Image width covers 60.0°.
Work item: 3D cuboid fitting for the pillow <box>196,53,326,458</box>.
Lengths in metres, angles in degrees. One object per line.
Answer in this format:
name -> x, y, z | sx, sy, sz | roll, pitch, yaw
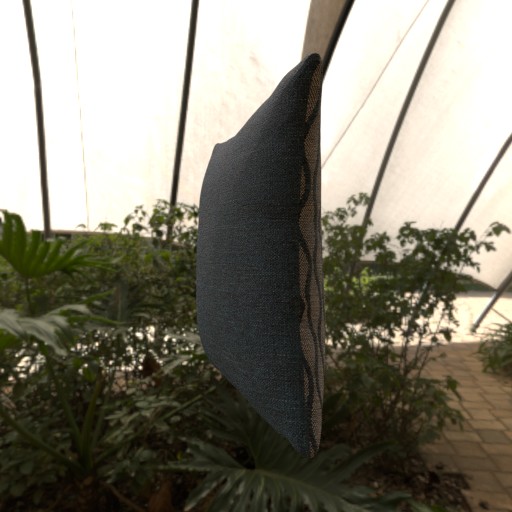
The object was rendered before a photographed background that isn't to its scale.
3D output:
pillow -> 0.000, 0.000, 0.668 | 0.159, 0.435, 0.435 | 0, 0, -19
